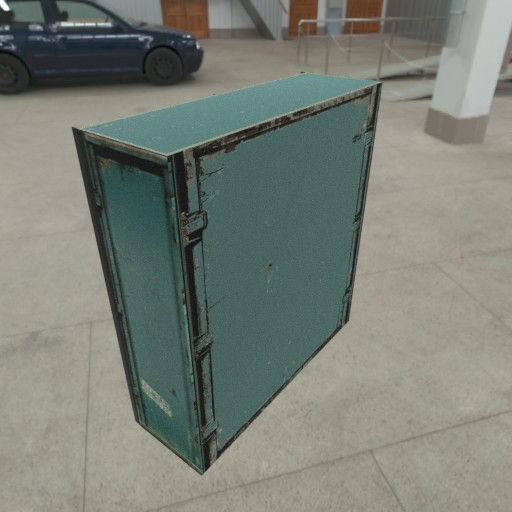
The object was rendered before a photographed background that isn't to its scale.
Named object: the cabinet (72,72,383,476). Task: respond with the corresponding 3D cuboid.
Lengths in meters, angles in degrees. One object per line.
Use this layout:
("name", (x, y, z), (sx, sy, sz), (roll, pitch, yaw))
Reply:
("cabinet", (0.000, 0.000, 3.184), (0.680, 2.160, 2.000), (23, 38, 32))
